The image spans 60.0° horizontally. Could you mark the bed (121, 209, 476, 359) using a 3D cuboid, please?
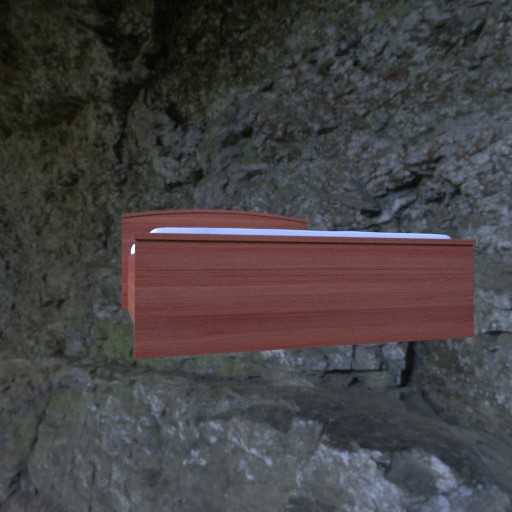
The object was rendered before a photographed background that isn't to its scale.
[{"bbox_3d":[0.000,0.000,2.968,1.683,0.848,2.053,0,-1,-18],"label":"bed"}]
